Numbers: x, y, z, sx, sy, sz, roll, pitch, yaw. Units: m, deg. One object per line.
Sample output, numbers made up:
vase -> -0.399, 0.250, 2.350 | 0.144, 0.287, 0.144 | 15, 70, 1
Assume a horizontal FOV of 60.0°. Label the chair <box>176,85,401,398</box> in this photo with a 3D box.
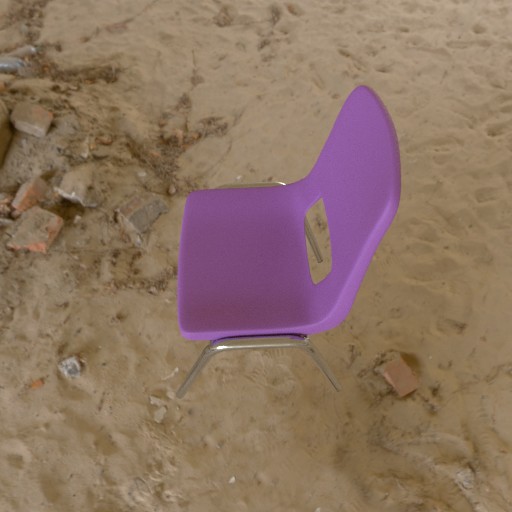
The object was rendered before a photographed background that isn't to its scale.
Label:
chair -> 0.000, 0.000, 0.672 | 0.301, 0.493, 0.291 | -2, 58, -1
